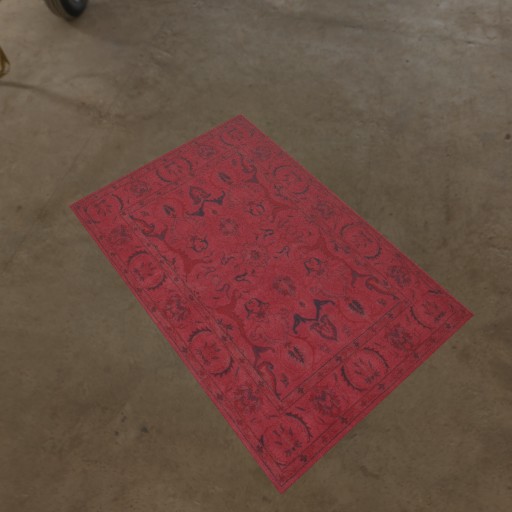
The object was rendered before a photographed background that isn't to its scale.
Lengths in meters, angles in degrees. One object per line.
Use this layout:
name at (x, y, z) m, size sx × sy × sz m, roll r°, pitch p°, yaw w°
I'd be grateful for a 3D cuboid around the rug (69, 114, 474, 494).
rug at (0.000, 0.000, 2.282) m, size 1.209 × 0.008 × 1.814 m, roll -34°, pitch 64°, yaw -19°
